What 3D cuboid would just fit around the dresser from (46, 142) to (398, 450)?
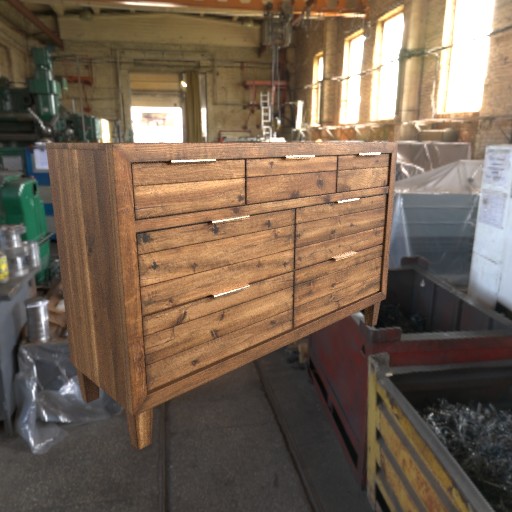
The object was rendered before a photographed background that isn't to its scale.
[{"bbox_3d":[0.000,0.000,1.796,1.387,0.892,0.438,-14,20,-43],"label":"dresser"}]
